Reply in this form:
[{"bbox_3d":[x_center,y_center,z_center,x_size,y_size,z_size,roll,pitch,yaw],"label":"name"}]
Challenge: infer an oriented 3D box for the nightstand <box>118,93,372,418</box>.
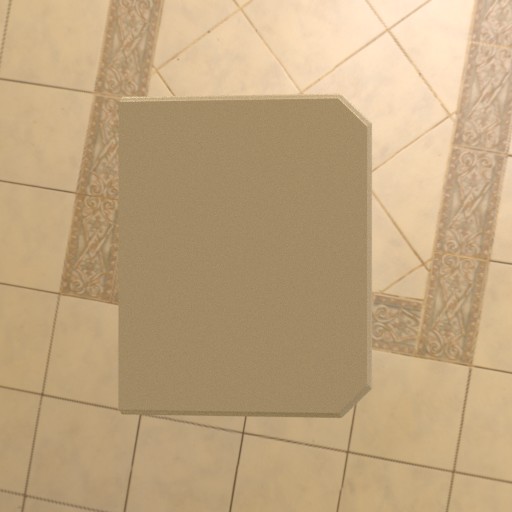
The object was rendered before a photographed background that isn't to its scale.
[{"bbox_3d":[0.000,0.000,0.944,0.350,0.680,0.450,0,90,3],"label":"nightstand"}]
